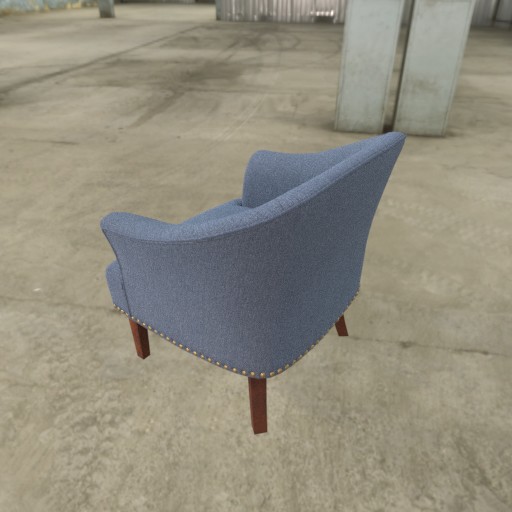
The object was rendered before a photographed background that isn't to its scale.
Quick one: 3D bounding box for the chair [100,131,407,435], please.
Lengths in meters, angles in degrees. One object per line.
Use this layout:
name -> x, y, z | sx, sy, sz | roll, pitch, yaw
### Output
chair -> 0.000, 0.000, 1.418 | 0.704, 0.815, 0.772 | 22, 37, 31
